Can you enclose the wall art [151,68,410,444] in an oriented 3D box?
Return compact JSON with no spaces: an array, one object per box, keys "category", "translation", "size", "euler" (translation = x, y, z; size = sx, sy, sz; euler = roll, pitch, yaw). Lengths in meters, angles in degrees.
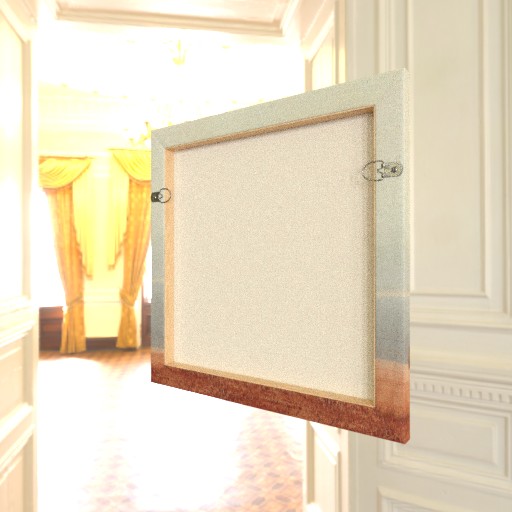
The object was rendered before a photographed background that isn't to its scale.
[{"category":"wall art","translation":[0.000,0.000,0.601],"size":[0.405,0.405,0.023],"euler":[0,0,36]}]
